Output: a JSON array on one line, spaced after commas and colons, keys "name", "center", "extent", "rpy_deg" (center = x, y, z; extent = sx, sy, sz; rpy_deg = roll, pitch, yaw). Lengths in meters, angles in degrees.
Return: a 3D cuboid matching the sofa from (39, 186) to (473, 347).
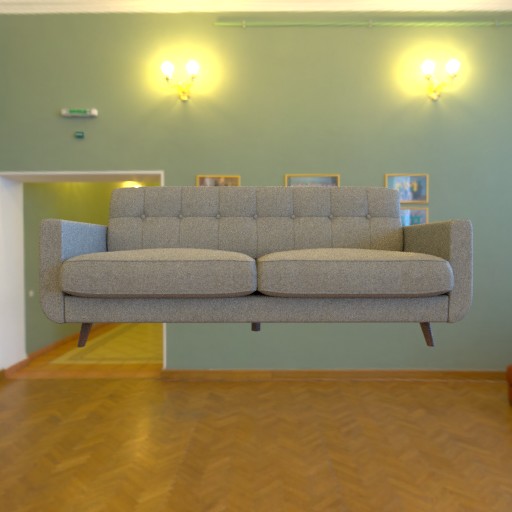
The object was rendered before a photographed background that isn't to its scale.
[{"name": "sofa", "center": [0.000, 0.000, 2.508], "extent": [2.055, 0.873, 0.968], "rpy_deg": [0, 1, -1]}]
